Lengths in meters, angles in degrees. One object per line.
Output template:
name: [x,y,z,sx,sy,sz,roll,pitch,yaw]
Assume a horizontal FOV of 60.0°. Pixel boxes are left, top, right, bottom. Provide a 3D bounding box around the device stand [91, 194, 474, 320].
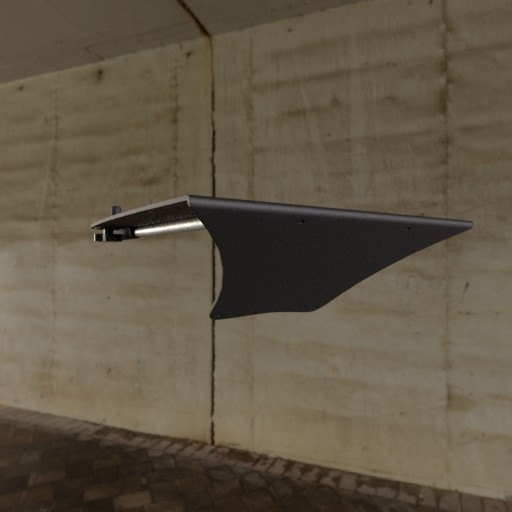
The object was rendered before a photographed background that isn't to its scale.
device stand: [0.000,0.000,0.353,0.230,0.092,0.230,0,-1,-34]
